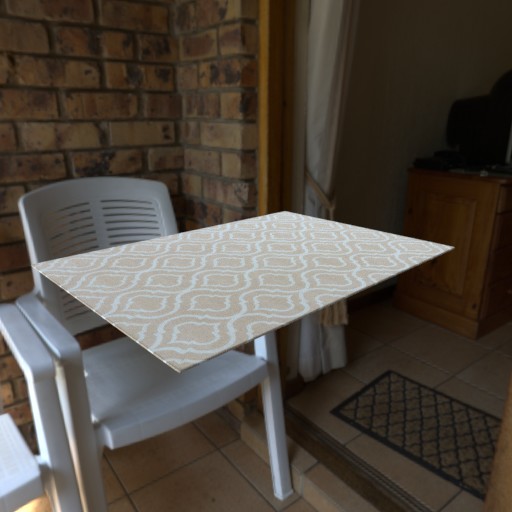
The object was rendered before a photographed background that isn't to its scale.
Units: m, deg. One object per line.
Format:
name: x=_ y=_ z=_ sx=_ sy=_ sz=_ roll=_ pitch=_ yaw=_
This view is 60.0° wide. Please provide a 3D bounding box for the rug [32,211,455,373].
rug: x=0.000 y=0.000 z=2.723 sx=2.134 sy=0.010 sz=1.524 roll=-16 pitch=24 yaw=-41
